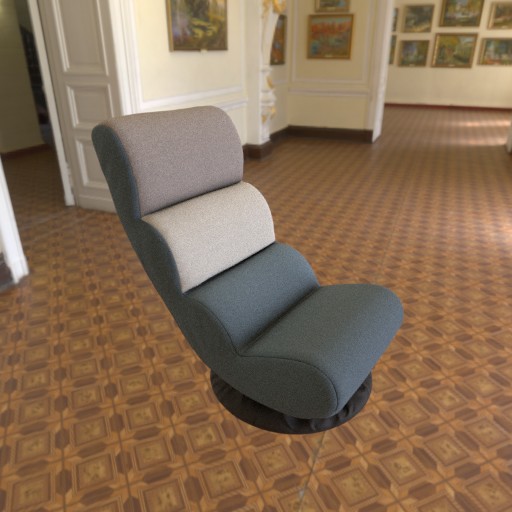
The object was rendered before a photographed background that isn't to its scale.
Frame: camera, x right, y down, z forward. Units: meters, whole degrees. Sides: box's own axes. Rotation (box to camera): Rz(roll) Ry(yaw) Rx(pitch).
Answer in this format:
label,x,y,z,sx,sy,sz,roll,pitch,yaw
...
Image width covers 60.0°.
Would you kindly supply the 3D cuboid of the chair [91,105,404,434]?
label,x,y,z,sx,sy,sz,roll,pitch,yaw
chair,0.000,0.000,1.081,0.661,0.641,0.420,16,30,31
